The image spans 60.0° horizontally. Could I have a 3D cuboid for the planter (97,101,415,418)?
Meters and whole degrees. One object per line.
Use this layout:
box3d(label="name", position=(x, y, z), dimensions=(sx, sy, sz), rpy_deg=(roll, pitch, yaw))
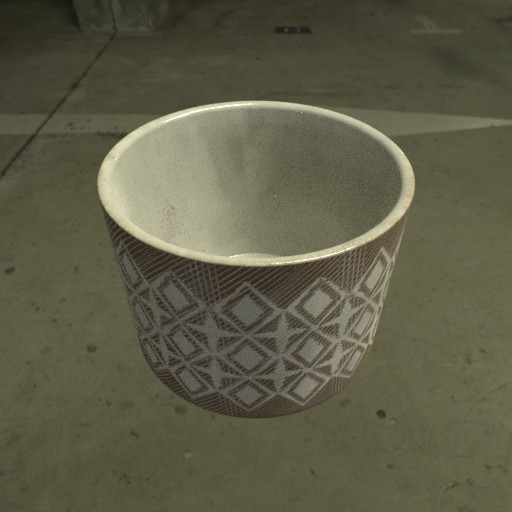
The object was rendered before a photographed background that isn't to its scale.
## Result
box3d(label="planter", position=(0.000, 0.000, 0.216), dimensions=(0.126, 0.104, 0.126), rpy_deg=(0, 41, 0))
